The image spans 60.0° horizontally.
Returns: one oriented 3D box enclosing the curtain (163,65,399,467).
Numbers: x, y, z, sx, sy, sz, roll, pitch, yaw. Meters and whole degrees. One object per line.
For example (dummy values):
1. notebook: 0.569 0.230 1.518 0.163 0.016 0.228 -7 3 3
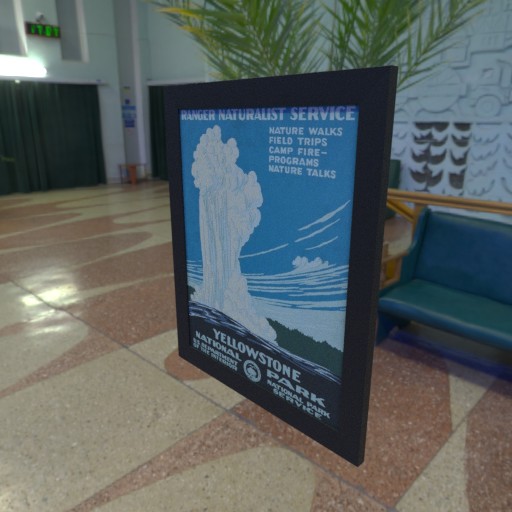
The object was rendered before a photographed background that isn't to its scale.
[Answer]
1. curtain: 0.000 0.000 0.785 0.027 0.585 0.483 -16 23 -42
